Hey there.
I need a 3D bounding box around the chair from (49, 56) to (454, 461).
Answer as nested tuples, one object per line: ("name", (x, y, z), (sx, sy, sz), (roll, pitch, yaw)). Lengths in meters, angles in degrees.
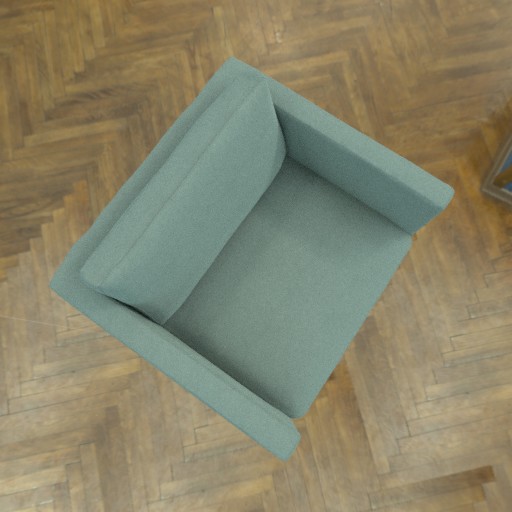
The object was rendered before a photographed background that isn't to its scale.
("chair", (0.000, 0.000, 1.691), (0.949, 0.863, 1.057), (34, 79, 7))
